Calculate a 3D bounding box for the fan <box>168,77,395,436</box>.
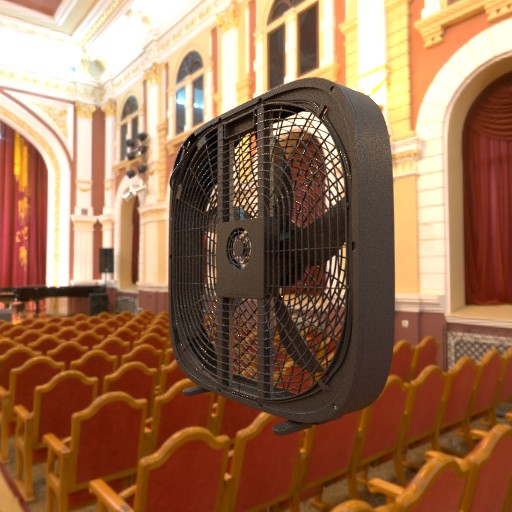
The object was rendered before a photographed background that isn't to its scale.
[{"bbox_3d":[0.000,0.000,0.801,0.142,0.533,0.526,2,-3,-38],"label":"fan"}]
